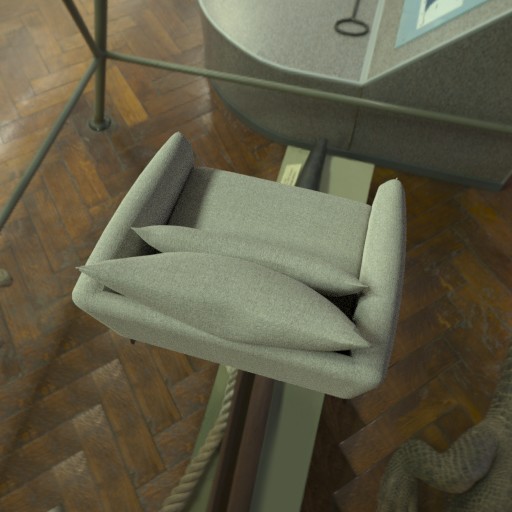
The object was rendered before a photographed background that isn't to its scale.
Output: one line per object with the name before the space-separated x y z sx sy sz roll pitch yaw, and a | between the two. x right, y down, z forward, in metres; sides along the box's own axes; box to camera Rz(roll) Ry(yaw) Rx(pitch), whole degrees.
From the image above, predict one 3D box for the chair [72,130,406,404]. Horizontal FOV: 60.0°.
chair | 0.000 0.000 1.622 1.029 0.856 0.801 14 64 7
